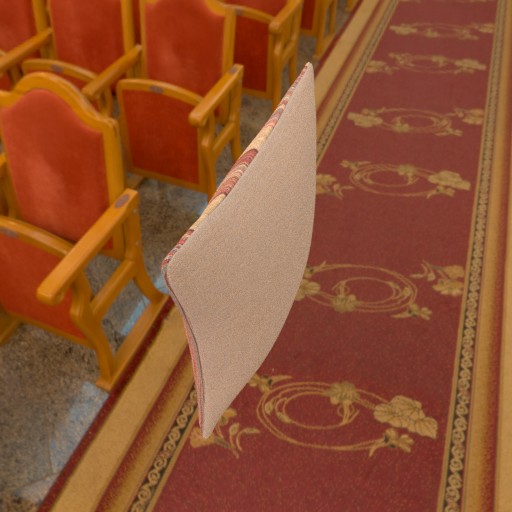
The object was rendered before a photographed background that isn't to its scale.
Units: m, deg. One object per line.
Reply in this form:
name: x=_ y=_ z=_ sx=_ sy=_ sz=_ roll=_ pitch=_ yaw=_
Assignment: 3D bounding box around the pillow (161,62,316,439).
pillow: x=0.000 y=0.000 z=0.673 sx=0.136 sy=0.419 sz=0.437 roll=17 pitch=51 yaw=15
